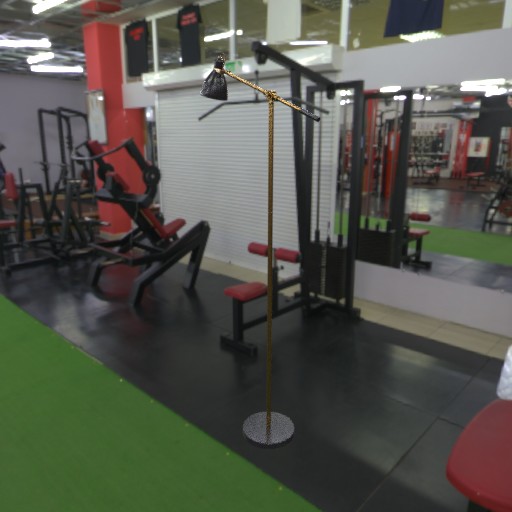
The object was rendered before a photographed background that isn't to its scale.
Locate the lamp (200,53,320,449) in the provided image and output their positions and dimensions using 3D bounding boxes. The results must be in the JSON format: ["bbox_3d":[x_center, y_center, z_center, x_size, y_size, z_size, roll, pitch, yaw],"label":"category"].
[{"bbox_3d":[0.000,0.000,1.871,0.235,1.628,0.618,-14,20,-43],"label":"lamp"}]
